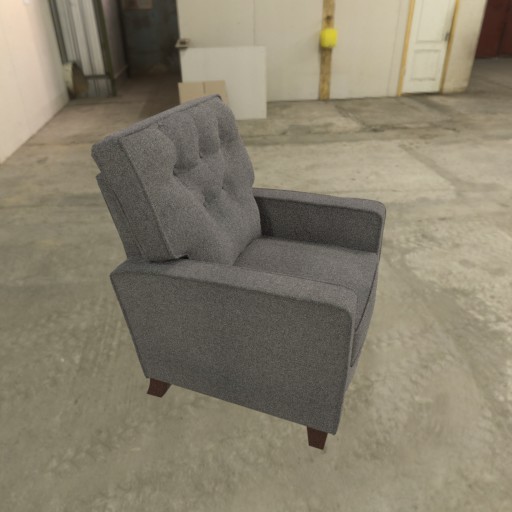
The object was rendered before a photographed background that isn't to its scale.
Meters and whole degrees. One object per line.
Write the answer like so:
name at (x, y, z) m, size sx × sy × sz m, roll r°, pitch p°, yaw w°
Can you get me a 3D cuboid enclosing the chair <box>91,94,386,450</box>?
chair at (0.000, 0.000, 1.431) m, size 0.775 × 0.889 × 0.650 m, roll 11°, pitch 33°, yaw 18°
